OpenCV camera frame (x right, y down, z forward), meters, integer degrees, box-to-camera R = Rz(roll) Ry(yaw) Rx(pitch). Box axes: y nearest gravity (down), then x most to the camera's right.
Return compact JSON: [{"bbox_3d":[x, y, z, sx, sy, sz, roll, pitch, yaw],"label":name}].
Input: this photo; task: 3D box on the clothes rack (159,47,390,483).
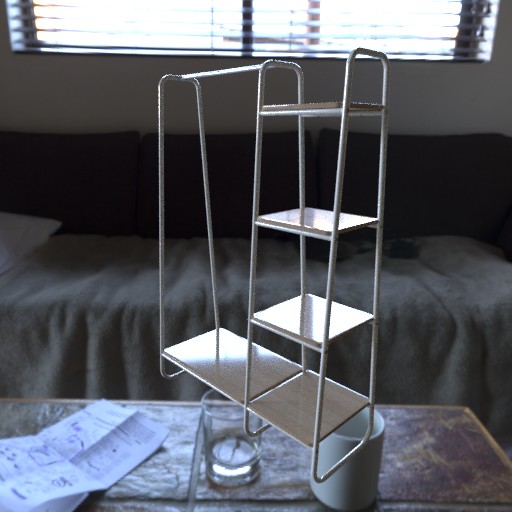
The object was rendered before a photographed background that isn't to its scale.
[{"bbox_3d":[0.000,0.000,1.882,0.400,1.500,1.011,-15,22,-42],"label":"clothes rack"}]
